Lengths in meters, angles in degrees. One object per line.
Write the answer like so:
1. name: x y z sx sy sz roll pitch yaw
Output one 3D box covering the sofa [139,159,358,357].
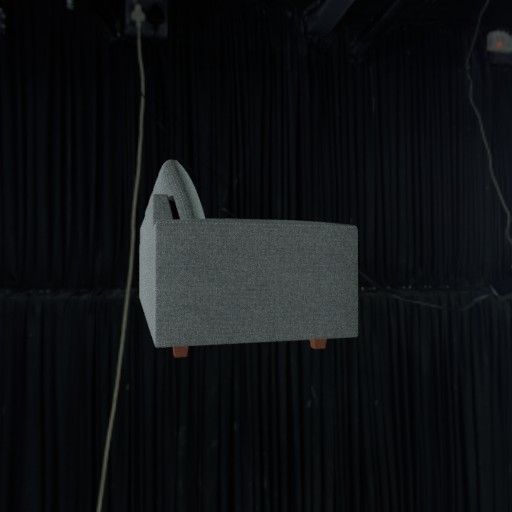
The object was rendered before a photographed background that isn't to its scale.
1. sofa: 0.000 0.000 3.454 1.689 0.940 2.718 0 -1 -16
